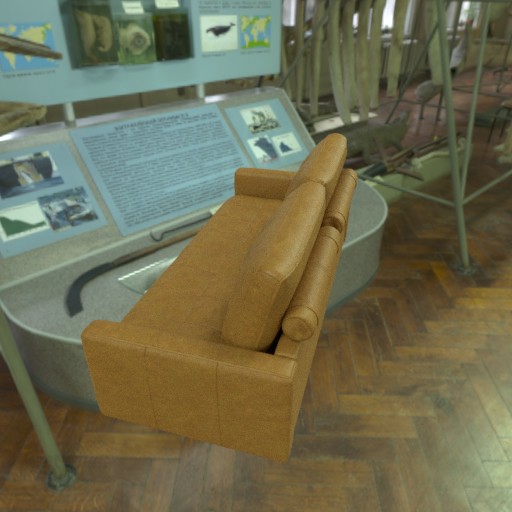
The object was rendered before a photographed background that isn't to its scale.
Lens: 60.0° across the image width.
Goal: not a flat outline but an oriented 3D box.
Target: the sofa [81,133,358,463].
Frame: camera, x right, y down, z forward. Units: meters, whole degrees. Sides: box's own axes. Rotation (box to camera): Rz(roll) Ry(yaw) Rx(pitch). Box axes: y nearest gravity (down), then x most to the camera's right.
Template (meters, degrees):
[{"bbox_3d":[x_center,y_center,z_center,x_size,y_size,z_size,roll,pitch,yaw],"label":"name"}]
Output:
[{"bbox_3d":[0.000,0.000,2.273,0.850,0.898,1.821,9,32,14],"label":"sofa"}]
